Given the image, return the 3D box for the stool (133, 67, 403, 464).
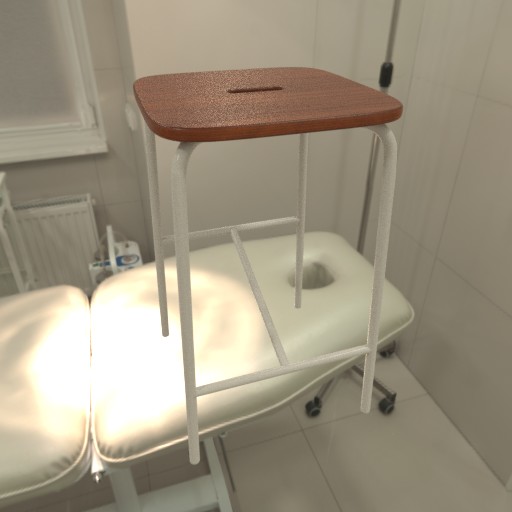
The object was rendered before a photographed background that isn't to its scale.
[{"bbox_3d":[0.000,0.000,0.850,0.376,0.610,0.376,-10,34,-15],"label":"stool"}]
